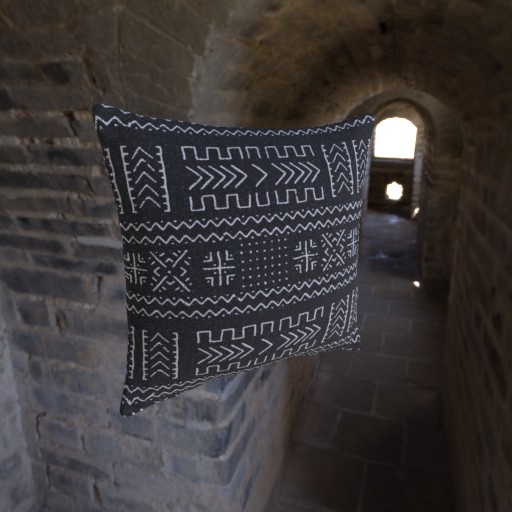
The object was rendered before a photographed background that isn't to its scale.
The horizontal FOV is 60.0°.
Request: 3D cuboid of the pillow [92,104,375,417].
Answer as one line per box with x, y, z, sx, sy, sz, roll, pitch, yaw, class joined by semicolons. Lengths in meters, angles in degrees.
0.000;0.000;0.675;0.438;0.430;0.164;-8;18;-26;pillow
